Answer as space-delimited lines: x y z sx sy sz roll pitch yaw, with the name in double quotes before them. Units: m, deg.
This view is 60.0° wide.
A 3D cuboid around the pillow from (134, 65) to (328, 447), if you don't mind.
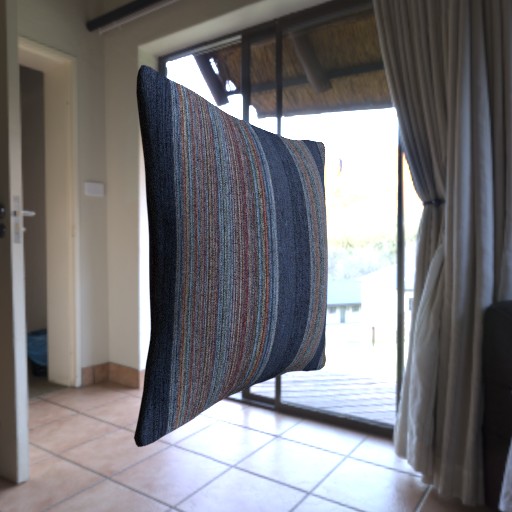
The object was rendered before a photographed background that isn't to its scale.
"pillow" 0.000 0.000 0.651 0.136 0.419 0.437 0 0 36
